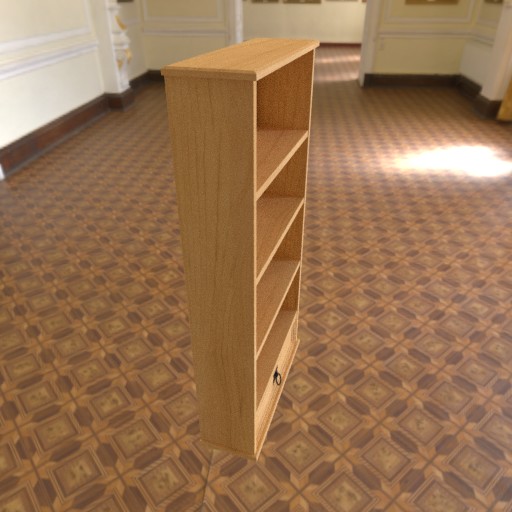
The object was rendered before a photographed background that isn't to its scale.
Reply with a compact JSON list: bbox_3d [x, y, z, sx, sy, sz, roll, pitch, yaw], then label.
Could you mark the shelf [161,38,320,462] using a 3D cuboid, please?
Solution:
[{"bbox_3d":[0.000,0.000,1.216,0.175,1.030,0.520,10,33,15],"label":"shelf"}]
